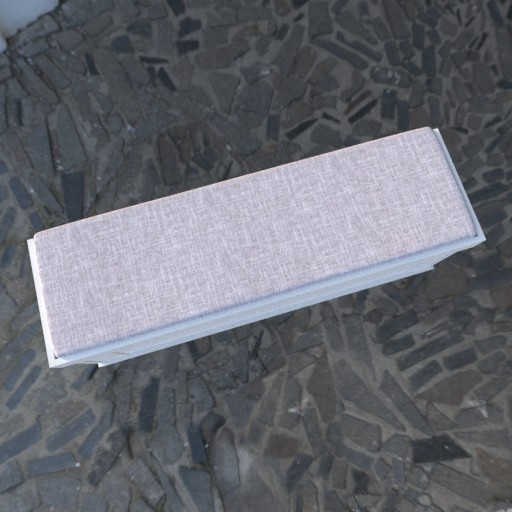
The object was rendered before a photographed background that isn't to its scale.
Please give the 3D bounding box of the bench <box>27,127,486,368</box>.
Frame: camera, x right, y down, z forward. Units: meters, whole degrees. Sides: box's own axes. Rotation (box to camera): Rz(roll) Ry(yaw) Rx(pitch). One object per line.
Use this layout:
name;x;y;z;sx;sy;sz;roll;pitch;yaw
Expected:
bench;0.000;0.000;1.405;1.196;0.453;0.363;-16;77;-4
